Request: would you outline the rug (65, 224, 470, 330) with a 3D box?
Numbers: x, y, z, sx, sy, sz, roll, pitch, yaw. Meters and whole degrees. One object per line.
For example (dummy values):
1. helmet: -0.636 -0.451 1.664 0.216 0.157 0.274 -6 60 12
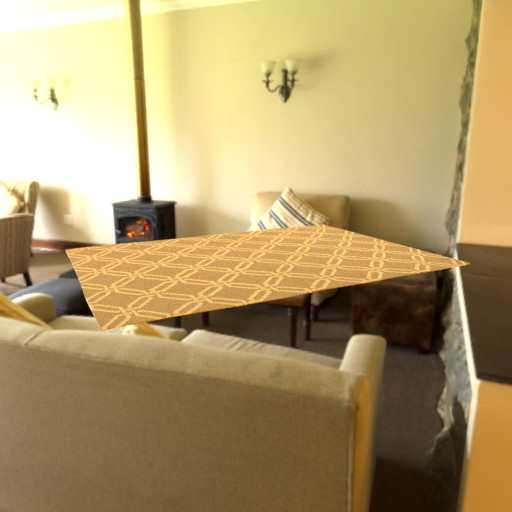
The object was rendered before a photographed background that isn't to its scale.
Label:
1. rug: 0.000 0.000 2.824 2.135 0.013 1.524 -7 16 -27
